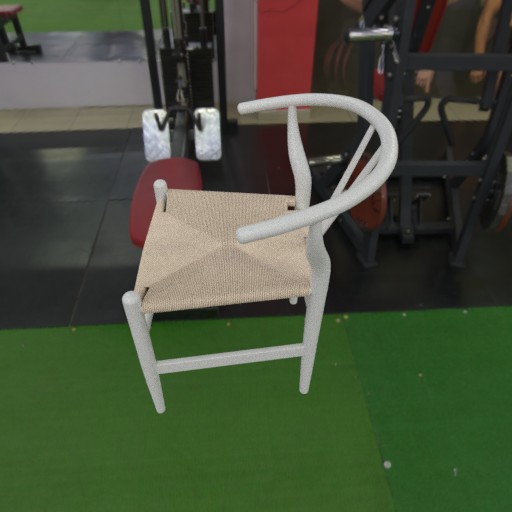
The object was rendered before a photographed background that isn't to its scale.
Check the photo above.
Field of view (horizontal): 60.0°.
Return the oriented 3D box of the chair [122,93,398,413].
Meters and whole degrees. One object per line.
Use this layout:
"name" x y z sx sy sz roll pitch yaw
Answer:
"chair" 0.000 0.000 1.164 0.579 0.730 0.569 -1 41 -1
